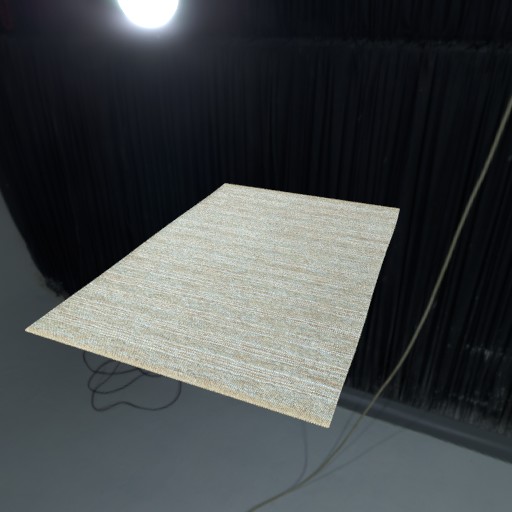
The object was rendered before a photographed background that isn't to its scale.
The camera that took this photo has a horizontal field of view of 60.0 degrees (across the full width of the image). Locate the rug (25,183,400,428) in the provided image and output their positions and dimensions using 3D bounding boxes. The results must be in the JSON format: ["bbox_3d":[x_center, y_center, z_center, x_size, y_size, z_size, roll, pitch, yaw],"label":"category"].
[{"bbox_3d":[0.000,0.000,2.293,1.240,0.010,1.824,11,31,19],"label":"rug"}]
